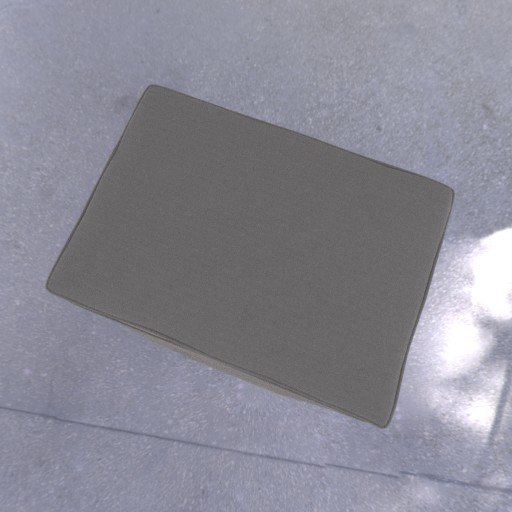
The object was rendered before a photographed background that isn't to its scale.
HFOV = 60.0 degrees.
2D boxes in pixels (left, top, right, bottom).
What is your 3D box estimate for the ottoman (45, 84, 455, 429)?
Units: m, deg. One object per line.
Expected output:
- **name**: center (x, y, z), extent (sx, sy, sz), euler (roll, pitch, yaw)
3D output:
- **ottoman**: center (0.000, 0.000, 1.320), extent (0.944, 0.479, 0.703), euler (21, 76, 5)
